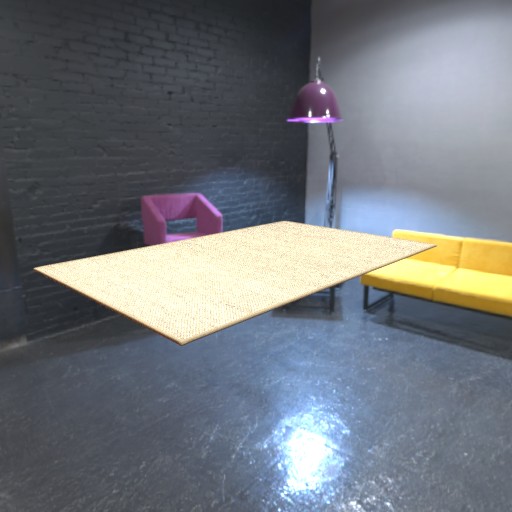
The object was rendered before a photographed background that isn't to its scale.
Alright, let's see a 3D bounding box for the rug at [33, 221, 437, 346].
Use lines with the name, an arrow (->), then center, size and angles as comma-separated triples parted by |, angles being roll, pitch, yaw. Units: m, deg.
rug -> 0.000, 0.000, 2.125 | 1.062, 0.013, 1.667 | 13, 20, 42
